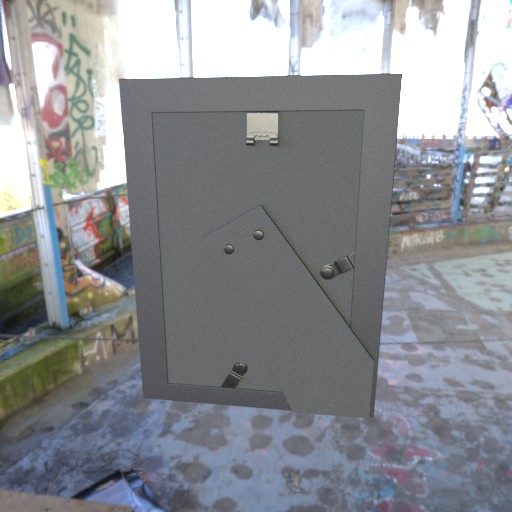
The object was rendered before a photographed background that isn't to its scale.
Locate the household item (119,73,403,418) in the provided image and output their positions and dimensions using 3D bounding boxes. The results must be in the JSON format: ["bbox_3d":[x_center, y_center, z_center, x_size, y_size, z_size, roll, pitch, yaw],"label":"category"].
[{"bbox_3d":[0.000,0.000,0.236,0.133,0.178,0.022,2,16,8],"label":"household item"}]
